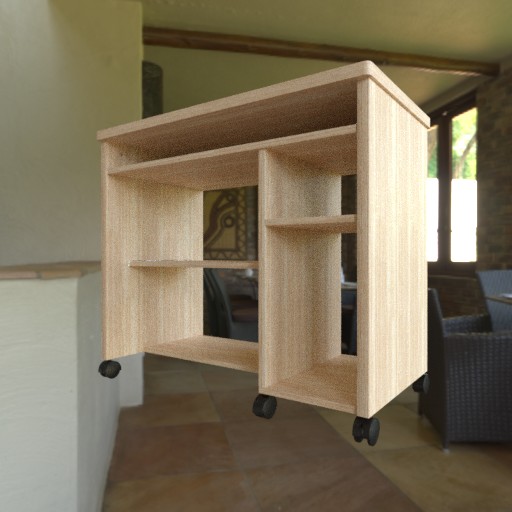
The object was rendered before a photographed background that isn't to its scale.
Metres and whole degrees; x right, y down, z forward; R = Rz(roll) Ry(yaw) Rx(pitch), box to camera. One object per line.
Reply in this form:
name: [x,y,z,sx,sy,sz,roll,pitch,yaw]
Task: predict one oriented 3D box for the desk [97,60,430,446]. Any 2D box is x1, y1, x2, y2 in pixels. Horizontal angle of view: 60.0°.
desk: [0.000,0.000,1.317,0.884,0.770,0.480,0,0,35]
